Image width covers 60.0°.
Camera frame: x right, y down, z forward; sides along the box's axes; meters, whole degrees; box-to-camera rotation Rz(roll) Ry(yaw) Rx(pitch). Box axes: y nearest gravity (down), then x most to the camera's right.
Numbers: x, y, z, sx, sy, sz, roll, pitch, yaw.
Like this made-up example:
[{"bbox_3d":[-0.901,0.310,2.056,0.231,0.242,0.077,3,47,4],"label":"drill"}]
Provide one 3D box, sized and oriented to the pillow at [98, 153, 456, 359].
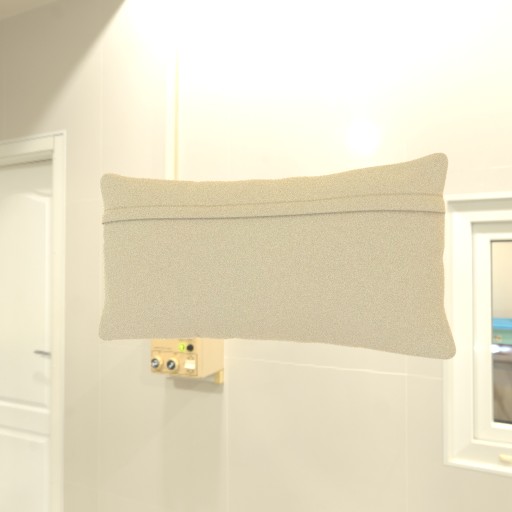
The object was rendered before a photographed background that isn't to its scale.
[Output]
[{"bbox_3d":[0.000,0.000,0.732,0.604,0.307,0.148,0,-1,17],"label":"pillow"}]
